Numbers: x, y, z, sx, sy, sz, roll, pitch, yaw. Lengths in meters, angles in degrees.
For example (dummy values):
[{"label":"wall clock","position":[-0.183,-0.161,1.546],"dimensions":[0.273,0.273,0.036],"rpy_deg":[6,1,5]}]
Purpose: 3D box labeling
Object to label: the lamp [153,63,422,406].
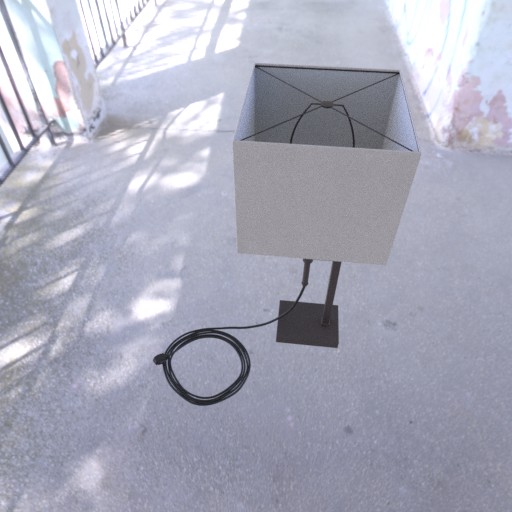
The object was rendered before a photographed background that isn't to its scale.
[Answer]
[{"label":"lamp","position":[0.000,0.000,0.956],"dimensions":[0.504,0.660,0.399],"rpy_deg":[5,47,5]}]
